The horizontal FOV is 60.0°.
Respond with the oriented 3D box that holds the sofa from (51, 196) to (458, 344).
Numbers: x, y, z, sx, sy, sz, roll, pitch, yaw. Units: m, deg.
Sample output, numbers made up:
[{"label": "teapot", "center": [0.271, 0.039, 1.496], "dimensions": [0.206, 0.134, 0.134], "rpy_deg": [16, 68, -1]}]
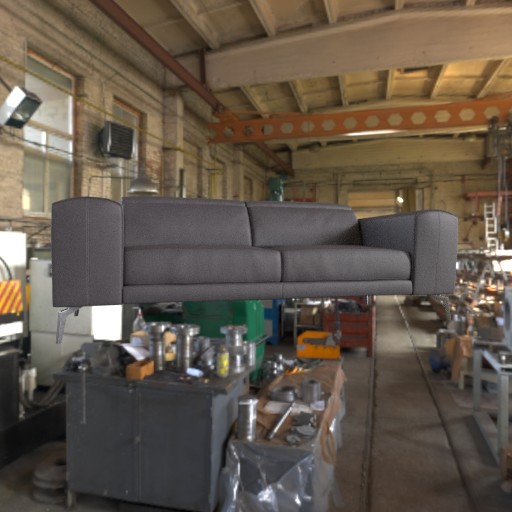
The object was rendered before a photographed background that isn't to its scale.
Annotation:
[{"label": "sofa", "center": [0.000, 0.000, 2.865], "dimensions": [2.330, 0.814, 1.048], "rpy_deg": [0, 0, -18]}]
